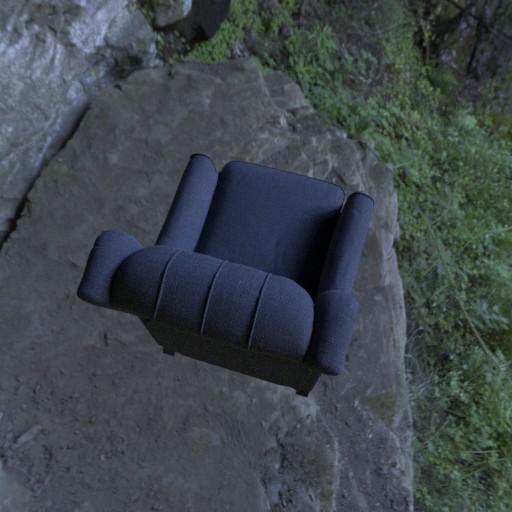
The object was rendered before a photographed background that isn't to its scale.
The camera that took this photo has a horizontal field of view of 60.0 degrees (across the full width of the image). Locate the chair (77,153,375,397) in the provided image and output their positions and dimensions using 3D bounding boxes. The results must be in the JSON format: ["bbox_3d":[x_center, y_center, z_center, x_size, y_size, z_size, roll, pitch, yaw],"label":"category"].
[{"bbox_3d":[0.000,0.000,1.626,0.742,1.035,0.898,15,65,7],"label":"chair"}]
